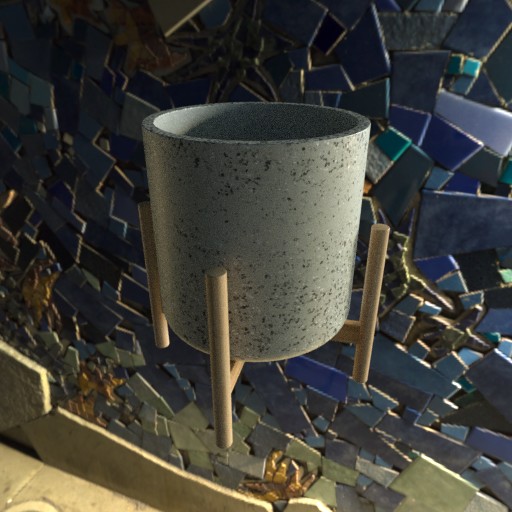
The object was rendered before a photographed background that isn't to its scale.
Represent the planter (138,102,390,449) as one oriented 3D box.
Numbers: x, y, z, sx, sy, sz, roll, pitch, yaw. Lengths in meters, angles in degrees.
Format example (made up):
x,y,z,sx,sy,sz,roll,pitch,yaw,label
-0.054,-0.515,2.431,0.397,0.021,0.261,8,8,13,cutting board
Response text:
x,y,z,sx,sy,sz,roll,pitch,yaw,label
0.000,0.000,0.696,0.360,0.419,0.360,19,33,33,planter
